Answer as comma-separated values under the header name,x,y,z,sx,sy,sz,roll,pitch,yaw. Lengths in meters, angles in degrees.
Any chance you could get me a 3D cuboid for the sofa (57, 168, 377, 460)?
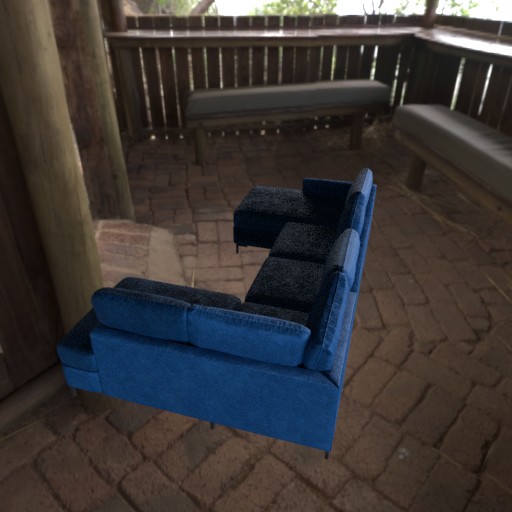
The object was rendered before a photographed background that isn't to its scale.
name,x,y,z,sx,sy,sz,roll,pitch,yaw
sofa,0.000,0.000,4.382,2.055,0.992,3.434,9,32,14
